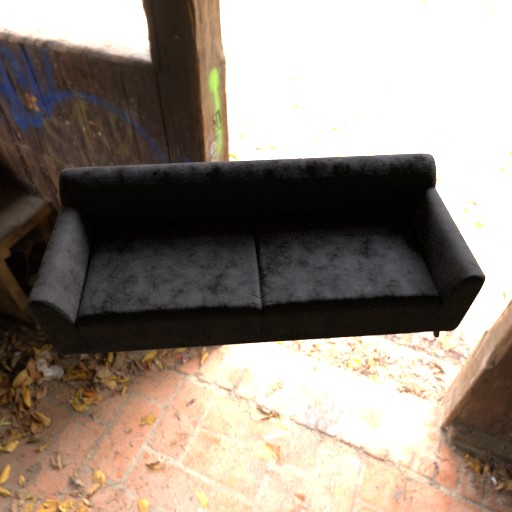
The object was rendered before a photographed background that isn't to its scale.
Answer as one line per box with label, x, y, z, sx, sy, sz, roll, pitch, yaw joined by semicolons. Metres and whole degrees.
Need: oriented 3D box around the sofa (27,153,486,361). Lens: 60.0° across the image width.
sofa;0.000;0.000;2.544;2.190;0.740;0.900;-3;47;-3
